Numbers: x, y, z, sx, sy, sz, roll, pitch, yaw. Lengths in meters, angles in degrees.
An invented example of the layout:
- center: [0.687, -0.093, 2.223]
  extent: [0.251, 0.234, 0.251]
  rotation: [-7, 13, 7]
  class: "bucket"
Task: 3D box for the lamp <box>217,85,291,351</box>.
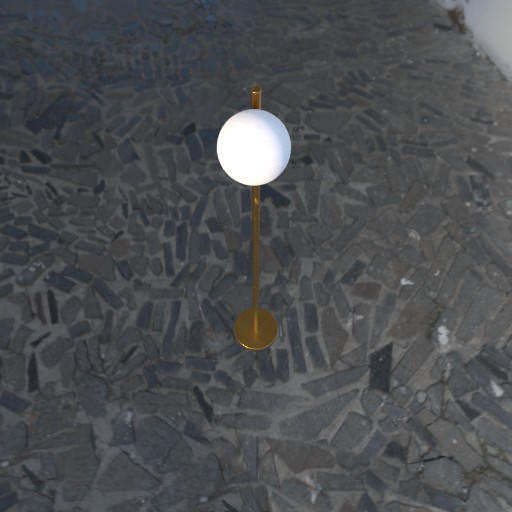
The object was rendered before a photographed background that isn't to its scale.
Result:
- center: [0.000, 0.000, 1.820]
  extent: [0.249, 1.641, 0.419]
  rotation: [2, 59, 1]
  class: "lamp"
